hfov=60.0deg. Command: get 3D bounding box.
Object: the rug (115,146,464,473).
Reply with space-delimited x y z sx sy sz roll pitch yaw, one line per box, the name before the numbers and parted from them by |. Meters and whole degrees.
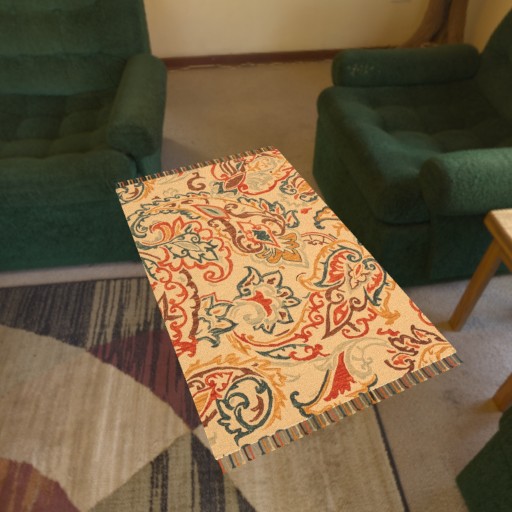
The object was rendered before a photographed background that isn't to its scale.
rug | 0.000 0.000 3.195 1.523 0.010 2.584 -18 48 -17
